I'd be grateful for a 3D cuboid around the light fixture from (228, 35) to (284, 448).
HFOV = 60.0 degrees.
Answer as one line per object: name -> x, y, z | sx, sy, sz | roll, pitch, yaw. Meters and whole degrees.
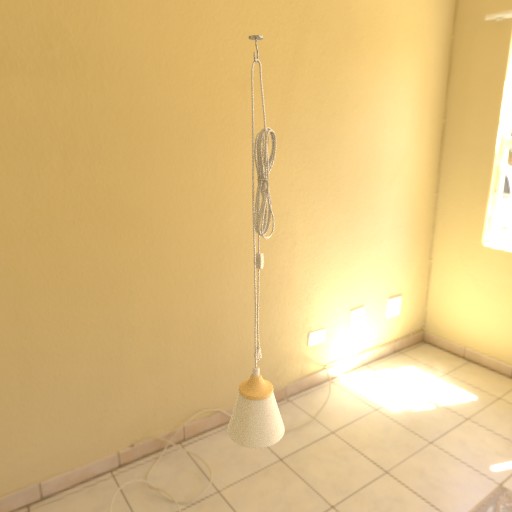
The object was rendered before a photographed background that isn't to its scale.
light fixture -> 0.000, 0.000, 1.069 | 0.153, 0.966, 0.153 | -15, 21, -43
